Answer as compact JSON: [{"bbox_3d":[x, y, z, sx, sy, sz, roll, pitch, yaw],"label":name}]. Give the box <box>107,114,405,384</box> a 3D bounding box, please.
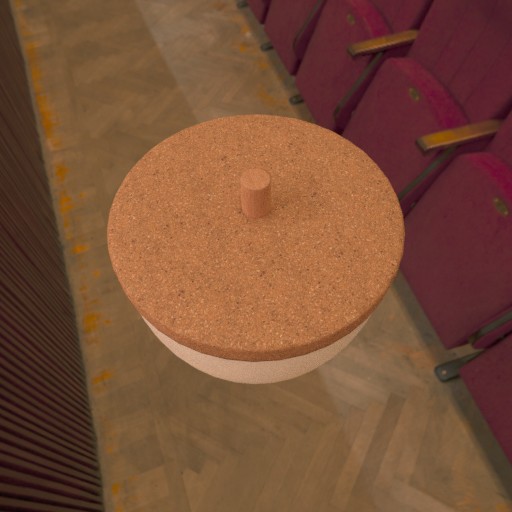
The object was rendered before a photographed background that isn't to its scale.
[{"bbox_3d":[0.000,0.000,0.186,0.107,0.094,0.107,0,57,0],"label":"box"}]
